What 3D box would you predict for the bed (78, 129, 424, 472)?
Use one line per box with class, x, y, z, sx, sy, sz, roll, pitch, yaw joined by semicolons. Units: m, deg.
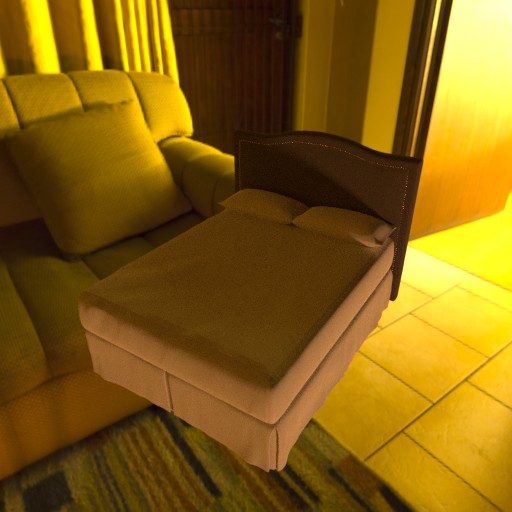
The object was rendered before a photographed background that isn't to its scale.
bed;0.000;0.000;3.209;1.666;1.387;2.036;17;34;28
